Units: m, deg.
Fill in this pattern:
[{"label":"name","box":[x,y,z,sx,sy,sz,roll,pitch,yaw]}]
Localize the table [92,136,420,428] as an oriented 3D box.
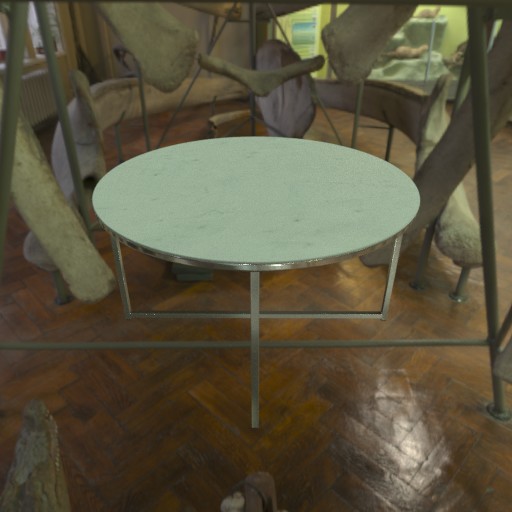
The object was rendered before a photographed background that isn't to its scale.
[{"label":"table","box":[0.000,0.000,1.248,0.800,0.450,0.800,0,31,0]}]
